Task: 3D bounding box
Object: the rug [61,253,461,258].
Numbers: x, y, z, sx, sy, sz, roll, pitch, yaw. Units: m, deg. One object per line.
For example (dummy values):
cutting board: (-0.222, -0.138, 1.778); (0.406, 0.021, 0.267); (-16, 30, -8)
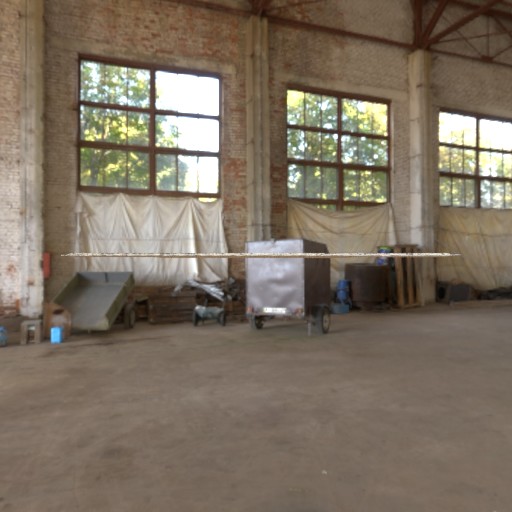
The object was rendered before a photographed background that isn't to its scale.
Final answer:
rug: (0.000, 0.000, 3.833); (2.125, 0.028, 3.027); (0, 0, -1)
